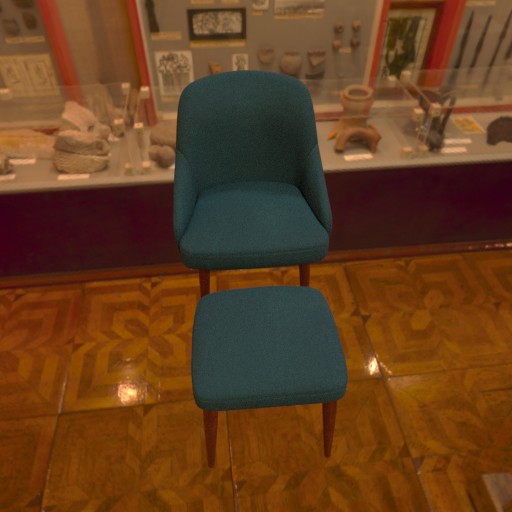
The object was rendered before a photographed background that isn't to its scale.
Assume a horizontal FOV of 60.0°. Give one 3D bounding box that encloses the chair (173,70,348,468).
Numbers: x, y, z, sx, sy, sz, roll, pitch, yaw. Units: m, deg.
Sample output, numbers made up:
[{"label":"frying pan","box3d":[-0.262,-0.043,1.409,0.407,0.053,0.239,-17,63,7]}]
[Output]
[{"label":"chair","box3d":[0.000,0.000,1.575,0.584,0.866,1.114,-3,45,-3]}]
